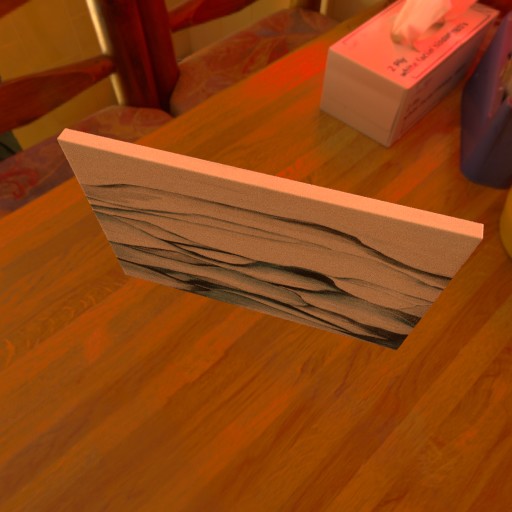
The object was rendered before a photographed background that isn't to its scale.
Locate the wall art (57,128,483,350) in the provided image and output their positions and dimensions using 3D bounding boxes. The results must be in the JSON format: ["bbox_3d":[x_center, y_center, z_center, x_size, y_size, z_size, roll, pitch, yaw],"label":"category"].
[{"bbox_3d":[0.000,0.000,1.180,0.914,0.609,0.039,15,59,9],"label":"wall art"}]
